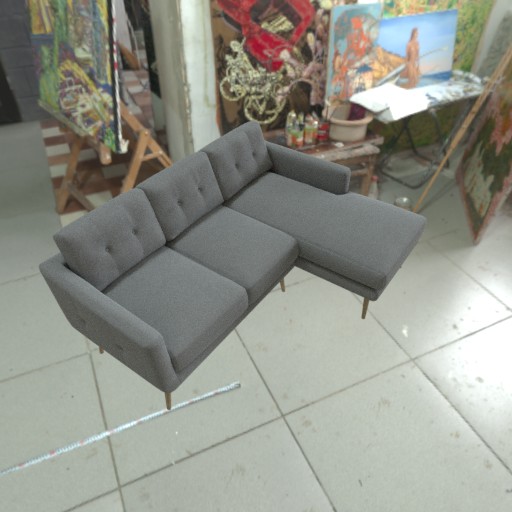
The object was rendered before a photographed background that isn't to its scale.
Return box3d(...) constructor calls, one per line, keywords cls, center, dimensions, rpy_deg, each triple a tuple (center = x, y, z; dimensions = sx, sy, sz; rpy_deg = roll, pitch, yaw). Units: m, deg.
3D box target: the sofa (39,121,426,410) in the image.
box3d(cls="sofa", center=(0.000, 0.000, 2.819), dimensions=(1.530, 0.860, 2.040), rpy_deg=(25, 46, 26))
